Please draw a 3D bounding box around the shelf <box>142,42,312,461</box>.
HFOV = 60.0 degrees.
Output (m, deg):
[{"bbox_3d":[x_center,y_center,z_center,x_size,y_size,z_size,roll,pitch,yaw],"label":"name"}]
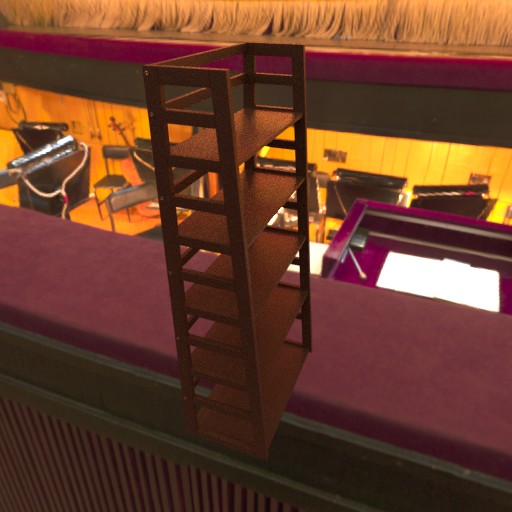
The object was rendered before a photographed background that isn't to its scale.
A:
[{"bbox_3d":[0.000,0.000,1.916,0.403,1.600,0.763,11,33,18],"label":"shelf"}]
